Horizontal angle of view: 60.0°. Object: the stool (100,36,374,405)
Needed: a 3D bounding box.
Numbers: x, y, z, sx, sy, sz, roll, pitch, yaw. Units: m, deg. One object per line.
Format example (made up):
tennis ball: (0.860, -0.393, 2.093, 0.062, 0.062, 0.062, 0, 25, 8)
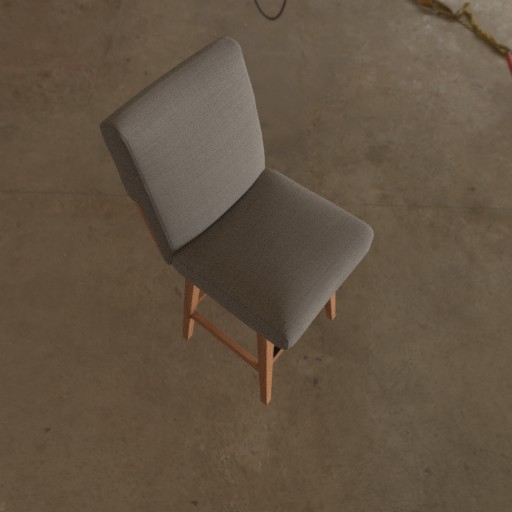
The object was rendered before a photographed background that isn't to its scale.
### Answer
stool: (0.000, 0.000, 1.417, 0.570, 1.112, 0.483, 35, 65, 19)
